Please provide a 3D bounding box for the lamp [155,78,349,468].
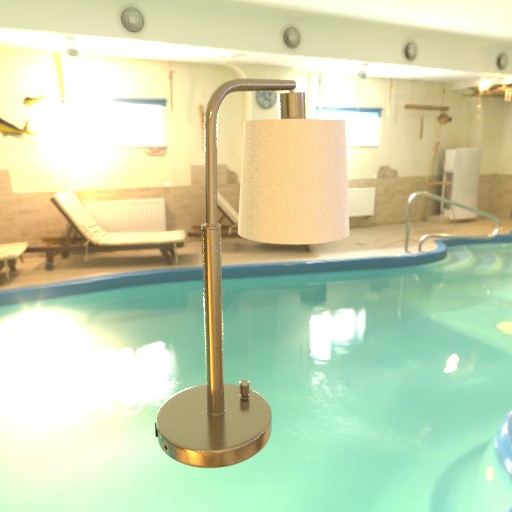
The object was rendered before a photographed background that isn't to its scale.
[{"bbox_3d":[0.000,0.000,0.639,0.333,0.489,0.171,-14,20,-43],"label":"lamp"}]
